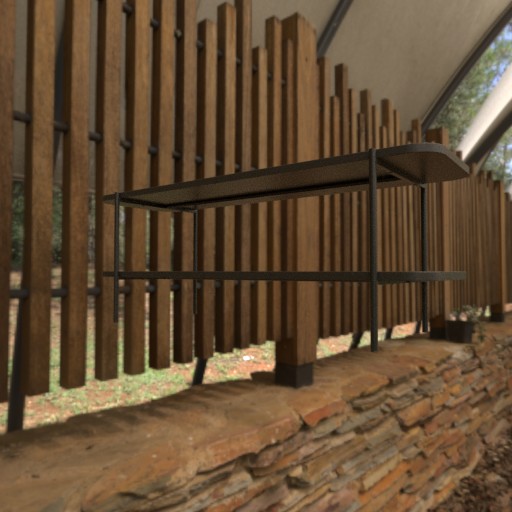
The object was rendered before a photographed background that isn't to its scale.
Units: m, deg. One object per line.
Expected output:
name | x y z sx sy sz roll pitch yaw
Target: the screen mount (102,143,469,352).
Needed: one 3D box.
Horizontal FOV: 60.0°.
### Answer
screen mount | 0.000 0.000 1.405 1.200 0.447 0.400 -1 -2 37
